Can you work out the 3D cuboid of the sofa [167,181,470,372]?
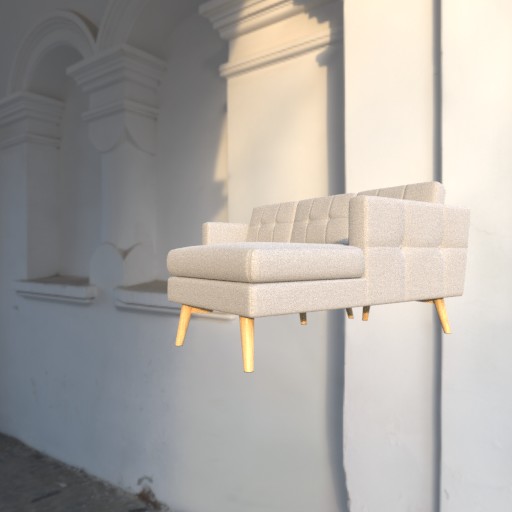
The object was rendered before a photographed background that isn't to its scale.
[{"bbox_3d":[0.000,0.000,2.844,1.530,0.860,2.040,0,0,-36],"label":"sofa"}]
